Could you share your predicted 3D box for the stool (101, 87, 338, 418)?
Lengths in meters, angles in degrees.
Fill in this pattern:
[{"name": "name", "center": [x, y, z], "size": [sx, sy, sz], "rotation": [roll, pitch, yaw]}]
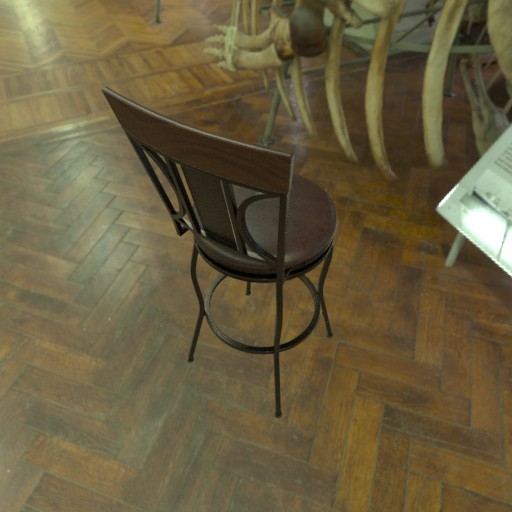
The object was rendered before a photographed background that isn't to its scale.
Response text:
[{"name": "stool", "center": [0.000, 0.000, 1.358], "size": [0.448, 1.130, 0.513], "rotation": [25, 51, 23]}]
